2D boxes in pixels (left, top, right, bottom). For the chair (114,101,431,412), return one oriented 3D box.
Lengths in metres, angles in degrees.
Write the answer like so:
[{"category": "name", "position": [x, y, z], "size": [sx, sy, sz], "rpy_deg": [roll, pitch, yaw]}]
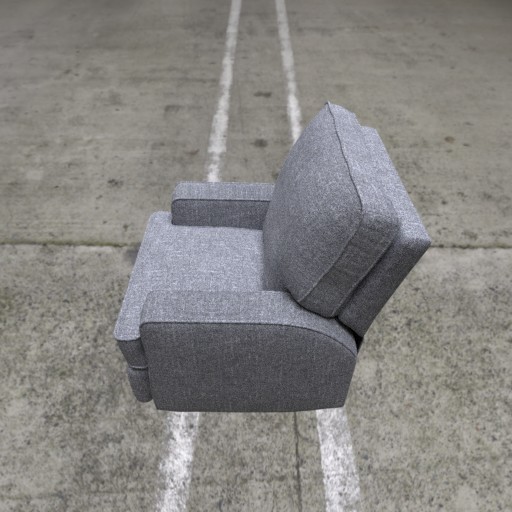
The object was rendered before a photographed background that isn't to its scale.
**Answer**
[{"category": "chair", "position": [0.000, 0.000, 1.718], "size": [0.964, 0.962, 0.861], "rpy_deg": [0, 40, 0]}]
